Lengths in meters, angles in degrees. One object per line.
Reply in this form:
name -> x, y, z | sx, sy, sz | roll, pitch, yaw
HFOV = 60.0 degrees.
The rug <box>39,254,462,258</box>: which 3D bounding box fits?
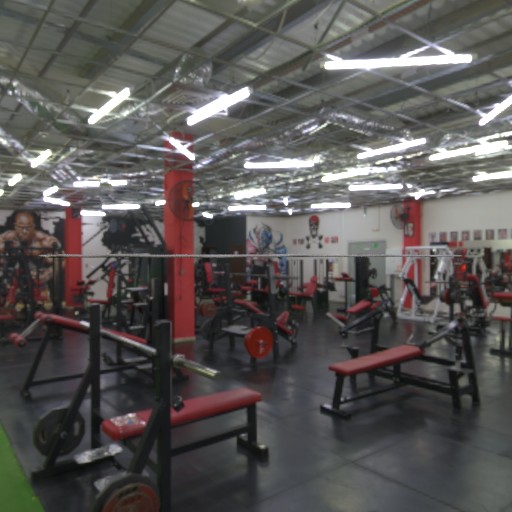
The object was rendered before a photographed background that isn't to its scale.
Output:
rug -> 0.000, 0.000, 3.007 | 2.444, 0.023, 1.531 | 0, 0, -35
